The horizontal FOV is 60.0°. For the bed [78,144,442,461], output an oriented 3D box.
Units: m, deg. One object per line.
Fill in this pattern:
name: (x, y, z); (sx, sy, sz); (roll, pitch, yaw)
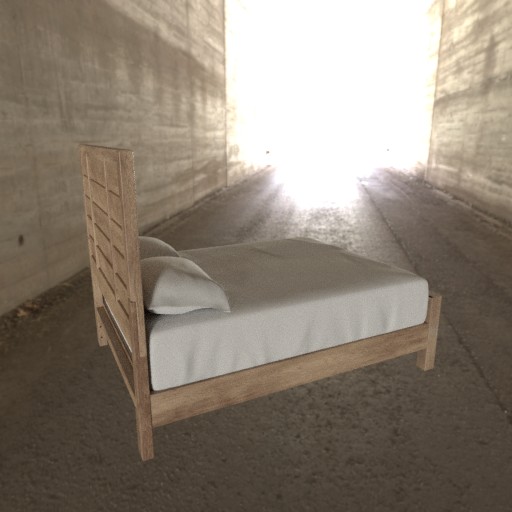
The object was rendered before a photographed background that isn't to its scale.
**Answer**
bed: (0.000, 0.000, 3.346); (2.197, 1.626, 1.626); (-8, 17, -26)
